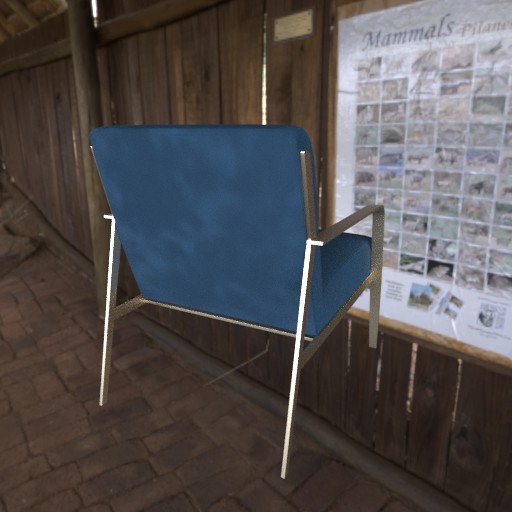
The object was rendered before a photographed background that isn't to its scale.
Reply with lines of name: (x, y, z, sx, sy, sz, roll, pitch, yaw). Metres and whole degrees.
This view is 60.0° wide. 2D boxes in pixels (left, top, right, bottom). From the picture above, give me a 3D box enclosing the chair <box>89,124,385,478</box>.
chair: (0.000, 0.000, 1.471, 0.692, 0.831, 0.859, 9, 18, 27)
